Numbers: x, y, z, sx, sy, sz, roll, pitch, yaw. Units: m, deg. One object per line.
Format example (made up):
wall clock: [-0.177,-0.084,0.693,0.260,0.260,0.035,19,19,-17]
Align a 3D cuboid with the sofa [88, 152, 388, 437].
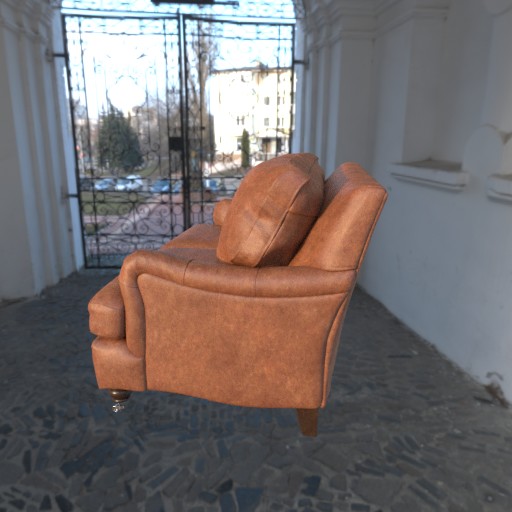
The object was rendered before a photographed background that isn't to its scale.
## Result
sofa: [0.000,0.000,2.245,1.077,1.004,1.527,2,15,9]
